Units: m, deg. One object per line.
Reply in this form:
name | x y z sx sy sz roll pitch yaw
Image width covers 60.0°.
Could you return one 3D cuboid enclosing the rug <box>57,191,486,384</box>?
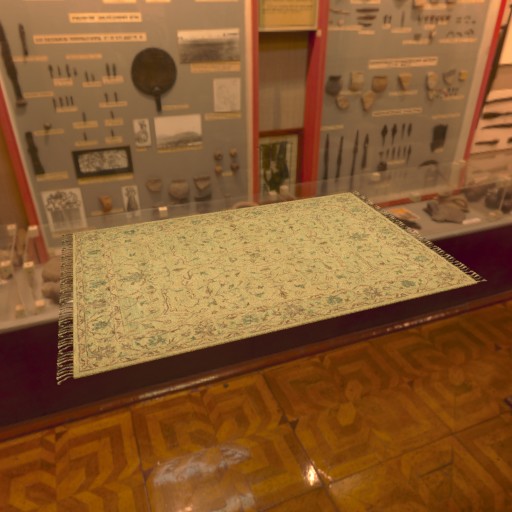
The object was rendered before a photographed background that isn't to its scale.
rug | 0.000 0.000 2.945 2.435 0.010 1.544 -10 32 -17
